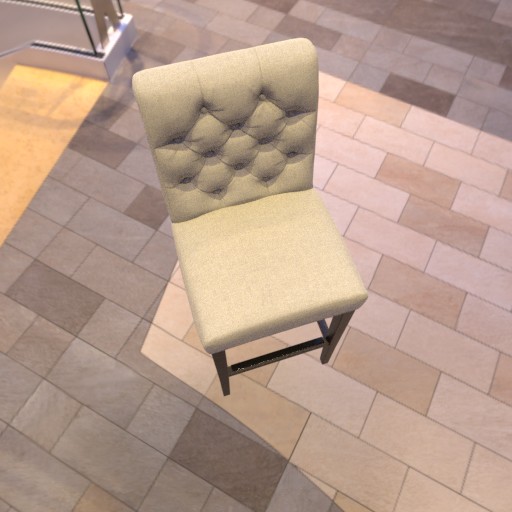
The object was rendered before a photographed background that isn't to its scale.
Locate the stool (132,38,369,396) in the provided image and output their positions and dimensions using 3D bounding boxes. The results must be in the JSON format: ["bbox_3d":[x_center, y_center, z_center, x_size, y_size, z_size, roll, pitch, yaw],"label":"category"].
[{"bbox_3d":[0.000,0.000,1.461,0.493,1.140,0.601,-16,63,-8],"label":"stool"}]
